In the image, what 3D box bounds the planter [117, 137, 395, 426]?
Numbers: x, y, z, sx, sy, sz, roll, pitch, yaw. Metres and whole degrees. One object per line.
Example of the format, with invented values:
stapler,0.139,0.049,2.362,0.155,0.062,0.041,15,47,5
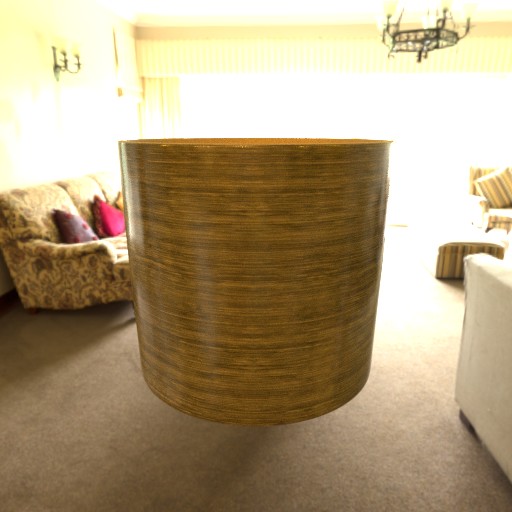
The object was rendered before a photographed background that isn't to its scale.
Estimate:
planter,0.000,0.000,0.396,0.221,0.201,0.221,0,16,0
